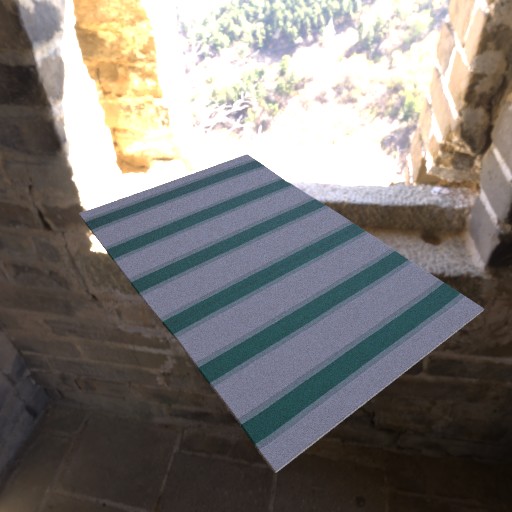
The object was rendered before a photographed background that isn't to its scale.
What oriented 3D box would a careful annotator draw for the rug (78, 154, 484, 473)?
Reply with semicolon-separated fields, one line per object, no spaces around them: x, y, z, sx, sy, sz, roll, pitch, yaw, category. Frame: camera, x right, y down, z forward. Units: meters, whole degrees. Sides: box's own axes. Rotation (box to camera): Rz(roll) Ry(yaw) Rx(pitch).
0.000;0.000;2.285;1.210;0.012;1.829;-26;47;-27;rug
